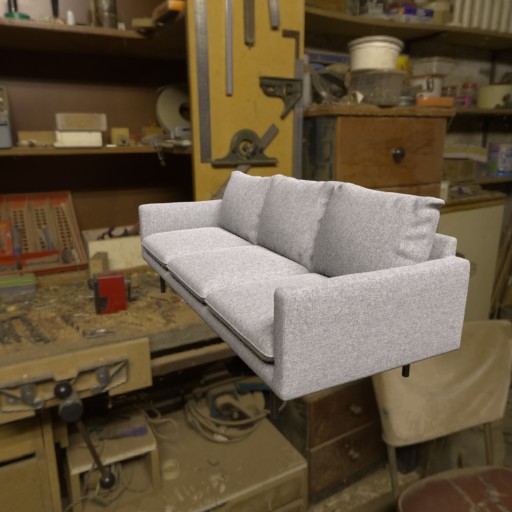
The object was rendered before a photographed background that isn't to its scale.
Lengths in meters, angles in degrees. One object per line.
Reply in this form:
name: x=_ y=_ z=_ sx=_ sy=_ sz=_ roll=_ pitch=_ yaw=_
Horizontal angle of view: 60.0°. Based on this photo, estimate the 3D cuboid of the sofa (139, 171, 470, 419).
sofa: x=0.000 y=0.000 z=2.410 sx=0.850 sy=0.830 sz=2.000 roll=-8 pitch=17 yaw=-26
